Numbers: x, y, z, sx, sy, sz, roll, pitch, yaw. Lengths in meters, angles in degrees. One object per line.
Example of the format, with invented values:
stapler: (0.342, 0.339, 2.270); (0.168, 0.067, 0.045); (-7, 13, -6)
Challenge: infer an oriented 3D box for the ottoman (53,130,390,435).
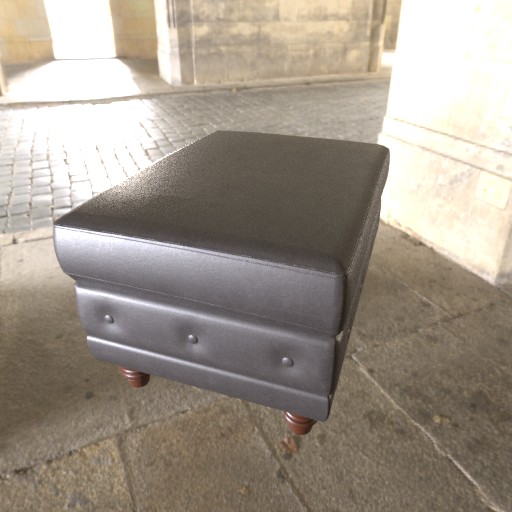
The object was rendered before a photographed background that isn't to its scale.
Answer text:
ottoman: (0.000, 0.000, 1.196); (0.590, 0.498, 0.795); (10, 31, 17)
